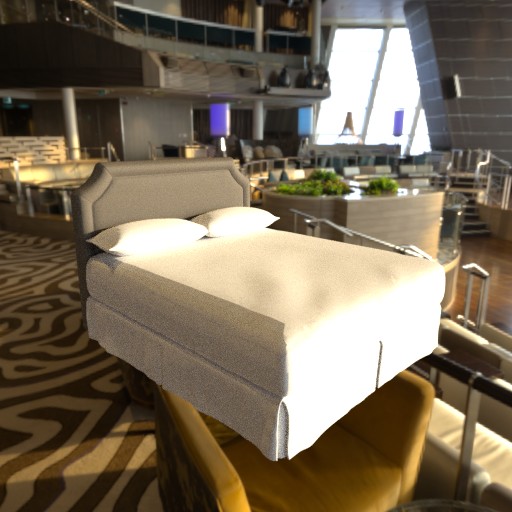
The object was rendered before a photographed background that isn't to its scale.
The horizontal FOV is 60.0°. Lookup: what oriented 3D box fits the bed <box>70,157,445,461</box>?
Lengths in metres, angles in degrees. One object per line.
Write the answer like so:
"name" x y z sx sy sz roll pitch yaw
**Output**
"bed" 0.000 0.000 3.849 2.536 1.561 2.194 14 21 43
